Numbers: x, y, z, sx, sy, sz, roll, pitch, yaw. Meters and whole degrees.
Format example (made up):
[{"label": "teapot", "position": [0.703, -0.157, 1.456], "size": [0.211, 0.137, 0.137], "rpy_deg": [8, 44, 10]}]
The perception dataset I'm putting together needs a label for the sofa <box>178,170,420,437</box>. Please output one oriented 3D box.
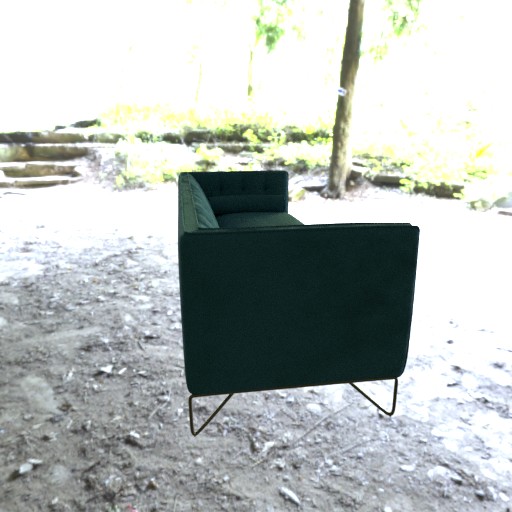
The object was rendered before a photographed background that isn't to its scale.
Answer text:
[{"label": "sofa", "position": [0.000, 0.000, 2.571], "size": [0.867, 0.789, 2.087], "rpy_deg": [-3, 17, -9]}]
